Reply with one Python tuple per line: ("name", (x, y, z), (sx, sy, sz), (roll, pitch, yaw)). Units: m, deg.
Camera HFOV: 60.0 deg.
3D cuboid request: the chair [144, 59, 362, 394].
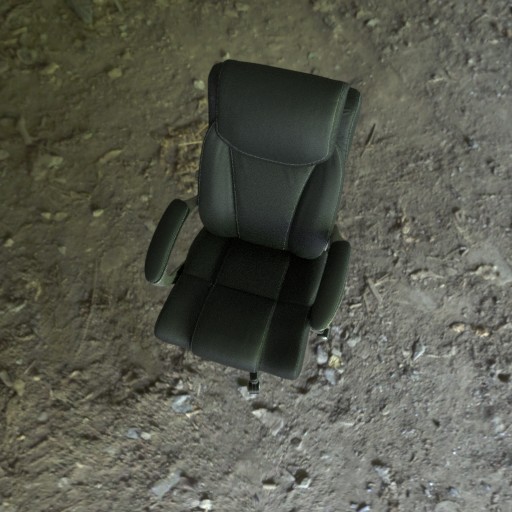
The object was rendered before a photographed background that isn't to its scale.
("chair", (0.000, 0.000, 1.687), (0.741, 1.167, 0.784), (15, 61, 9))
